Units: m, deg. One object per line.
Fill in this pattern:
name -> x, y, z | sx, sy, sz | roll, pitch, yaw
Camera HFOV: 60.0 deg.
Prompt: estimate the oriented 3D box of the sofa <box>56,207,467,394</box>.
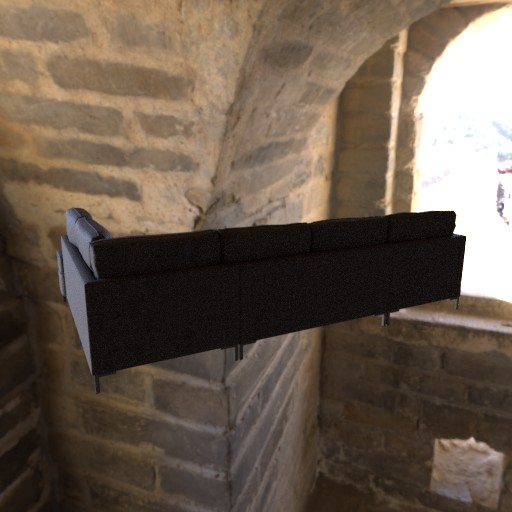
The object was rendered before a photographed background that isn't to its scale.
sofa -> 0.000, 0.000, 4.290 | 3.423, 0.999, 2.048 | -7, 15, -27
